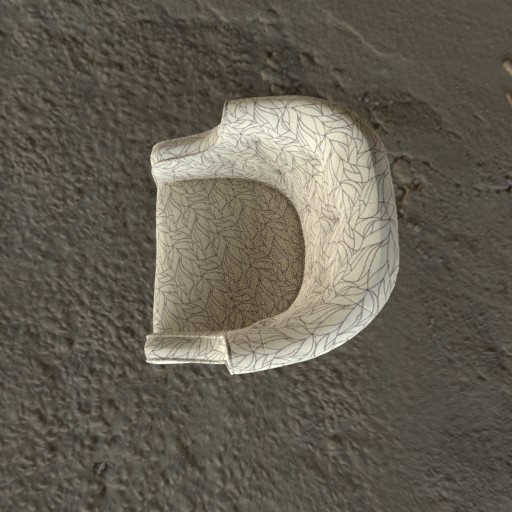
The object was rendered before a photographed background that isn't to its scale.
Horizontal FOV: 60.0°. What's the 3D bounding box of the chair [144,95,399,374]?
[{"bbox_3d":[0.000,0.000,1.333,0.613,0.858,0.686,-2,75,0],"label":"chair"}]
